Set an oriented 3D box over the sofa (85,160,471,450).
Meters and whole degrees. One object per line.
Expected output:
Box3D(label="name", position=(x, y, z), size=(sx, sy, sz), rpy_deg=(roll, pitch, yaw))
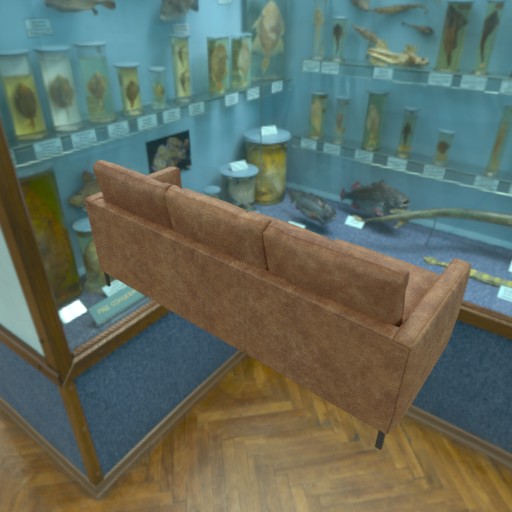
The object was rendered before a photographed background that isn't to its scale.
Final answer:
Box3D(label="sofa", position=(0.000, 0.000, 2.415), size=(2.029, 0.863, 0.748), rpy_deg=(23, 38, 32))
